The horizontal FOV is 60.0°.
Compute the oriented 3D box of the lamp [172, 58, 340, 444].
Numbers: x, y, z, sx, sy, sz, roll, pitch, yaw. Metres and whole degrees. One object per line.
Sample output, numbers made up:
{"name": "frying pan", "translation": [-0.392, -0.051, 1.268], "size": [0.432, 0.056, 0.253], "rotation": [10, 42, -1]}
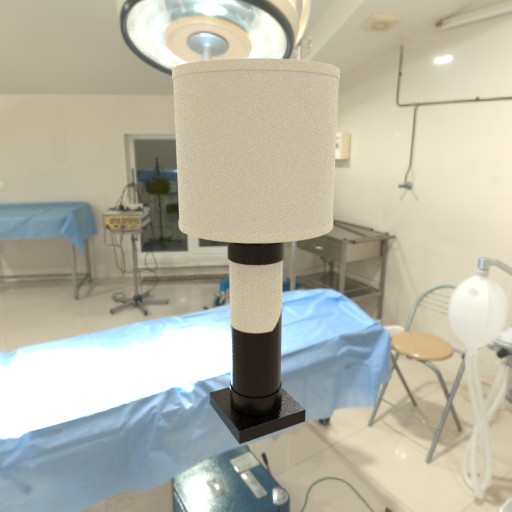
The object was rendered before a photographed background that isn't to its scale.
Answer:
{"name": "lamp", "translation": [0.000, 0.000, 0.627], "size": [0.211, 0.509, 0.211], "rotation": [-8, 17, -27]}
